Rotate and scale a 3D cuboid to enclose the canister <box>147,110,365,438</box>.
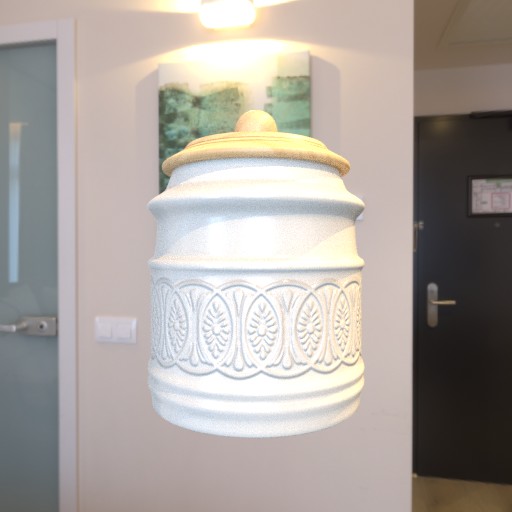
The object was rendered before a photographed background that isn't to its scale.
[{"bbox_3d":[0.000,0.000,0.272,0.130,0.176,0.130,0,1,0],"label":"canister"}]
